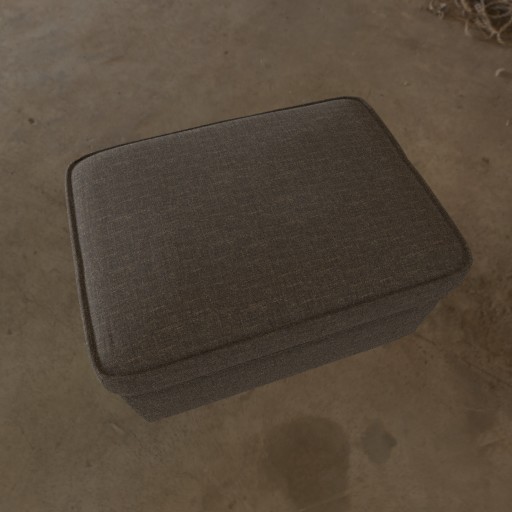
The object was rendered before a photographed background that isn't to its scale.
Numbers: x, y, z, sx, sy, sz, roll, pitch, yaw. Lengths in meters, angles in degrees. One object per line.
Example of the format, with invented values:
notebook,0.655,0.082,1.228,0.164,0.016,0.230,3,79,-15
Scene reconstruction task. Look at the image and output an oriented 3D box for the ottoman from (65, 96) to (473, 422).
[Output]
ottoman,0.000,0.000,1.069,0.749,0.450,0.549,-16,60,-10
